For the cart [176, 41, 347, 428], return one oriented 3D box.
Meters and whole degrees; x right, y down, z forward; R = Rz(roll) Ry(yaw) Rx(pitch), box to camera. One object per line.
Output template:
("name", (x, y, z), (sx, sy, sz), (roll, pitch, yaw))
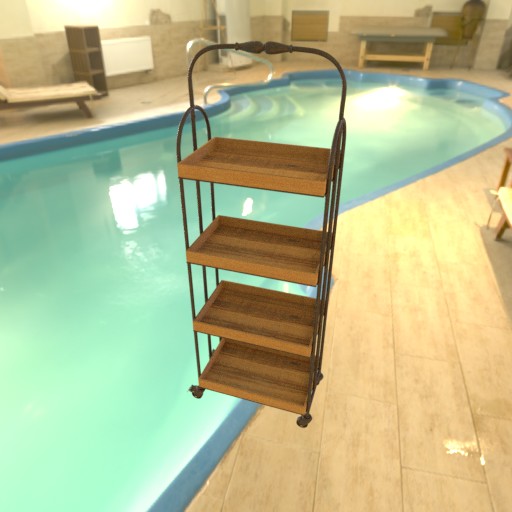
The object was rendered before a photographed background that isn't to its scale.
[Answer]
("cart", (0.000, 0.000, 1.687), (0.581, 1.481, 0.308), (10, 33, 16))
